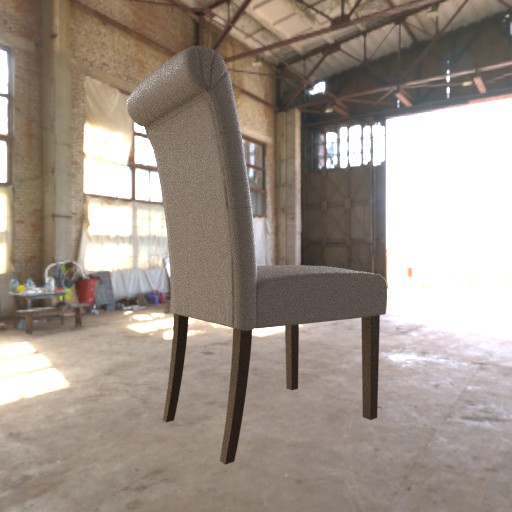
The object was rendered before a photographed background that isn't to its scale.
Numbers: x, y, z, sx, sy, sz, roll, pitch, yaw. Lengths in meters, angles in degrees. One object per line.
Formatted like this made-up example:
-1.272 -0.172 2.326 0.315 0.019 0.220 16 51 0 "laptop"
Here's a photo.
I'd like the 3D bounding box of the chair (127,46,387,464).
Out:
0.000 0.000 1.347 0.671 1.006 0.456 0 0 -36 "chair"
